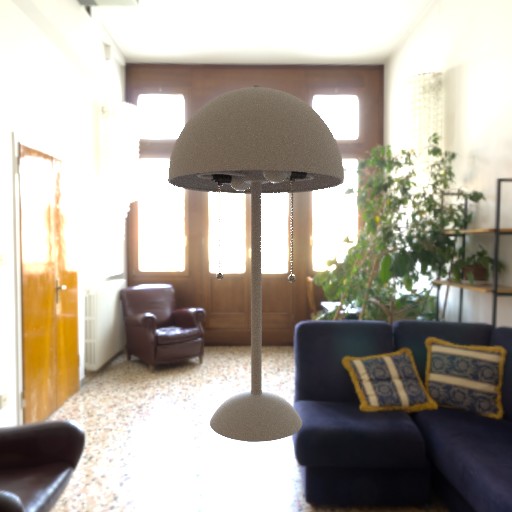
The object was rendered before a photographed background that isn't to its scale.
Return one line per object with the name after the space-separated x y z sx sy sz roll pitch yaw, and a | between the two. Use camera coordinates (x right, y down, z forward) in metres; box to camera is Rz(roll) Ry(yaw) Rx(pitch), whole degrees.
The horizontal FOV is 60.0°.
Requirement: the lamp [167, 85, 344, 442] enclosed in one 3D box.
0.000 0.000 0.437 0.171 0.330 0.171 0 2 0 | lamp
